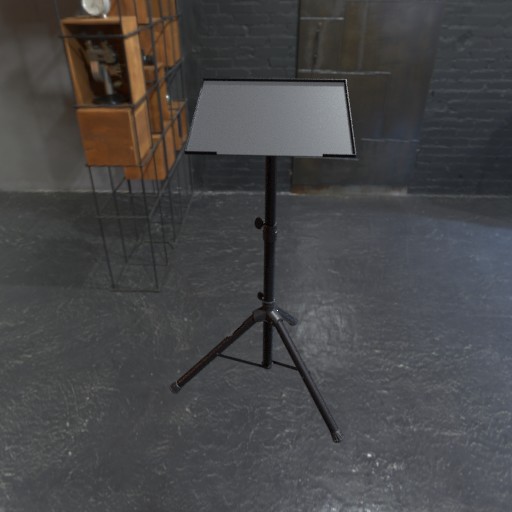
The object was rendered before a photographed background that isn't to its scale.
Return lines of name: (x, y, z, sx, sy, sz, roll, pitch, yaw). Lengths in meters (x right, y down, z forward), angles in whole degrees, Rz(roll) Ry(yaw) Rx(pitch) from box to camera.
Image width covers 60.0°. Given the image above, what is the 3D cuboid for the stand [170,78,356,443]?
stand: (0.000, 0.000, 1.639, 0.702, 1.198, 0.702, 2, 32, 3)
